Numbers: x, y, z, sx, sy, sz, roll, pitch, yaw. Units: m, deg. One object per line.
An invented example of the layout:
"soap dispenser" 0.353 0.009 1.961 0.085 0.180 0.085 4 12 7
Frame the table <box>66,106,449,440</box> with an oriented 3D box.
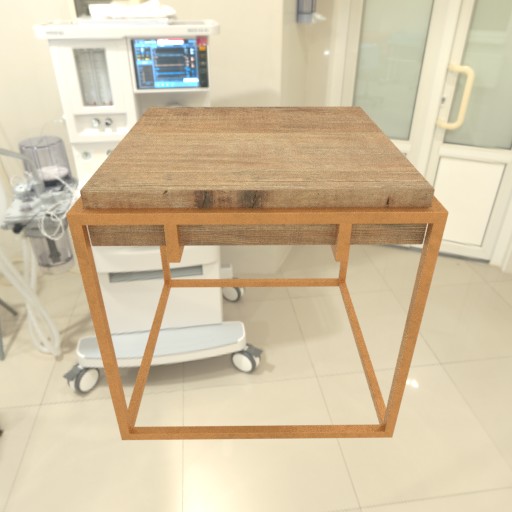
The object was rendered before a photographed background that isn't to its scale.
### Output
"table" 0.000 0.000 1.085 0.599 0.584 0.599 0 31 -1
